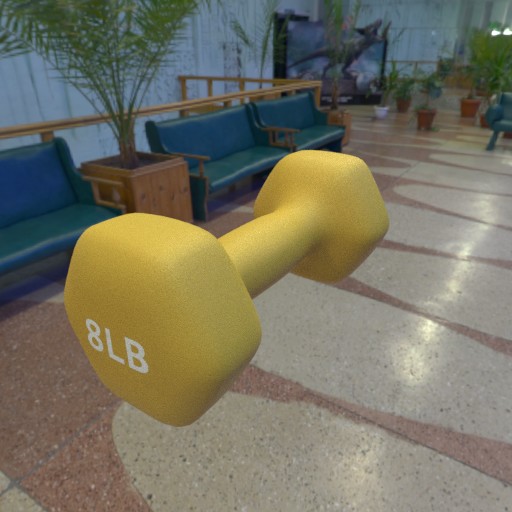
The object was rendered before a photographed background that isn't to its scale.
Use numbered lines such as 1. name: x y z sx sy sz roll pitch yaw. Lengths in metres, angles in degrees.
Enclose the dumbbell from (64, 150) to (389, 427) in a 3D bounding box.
1. dumbbell: 0.000 0.000 0.237 0.090 0.082 0.190 17 30 31
